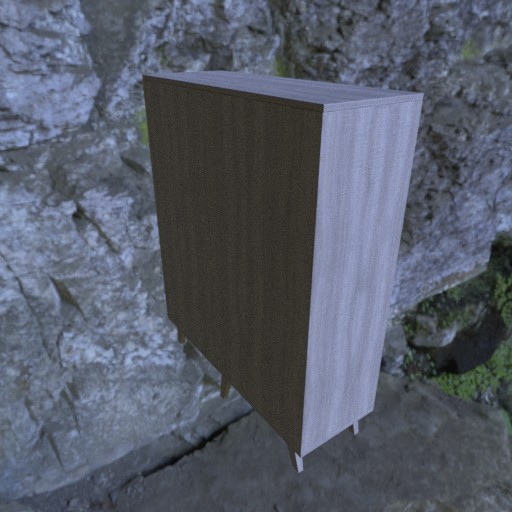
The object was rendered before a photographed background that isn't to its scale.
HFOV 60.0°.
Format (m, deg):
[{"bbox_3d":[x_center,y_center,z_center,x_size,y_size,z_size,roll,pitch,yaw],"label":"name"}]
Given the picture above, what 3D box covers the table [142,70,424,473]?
[{"bbox_3d":[0.000,0.000,1.892,0.398,1.388,1.111,-18,32,-32],"label":"table"}]
